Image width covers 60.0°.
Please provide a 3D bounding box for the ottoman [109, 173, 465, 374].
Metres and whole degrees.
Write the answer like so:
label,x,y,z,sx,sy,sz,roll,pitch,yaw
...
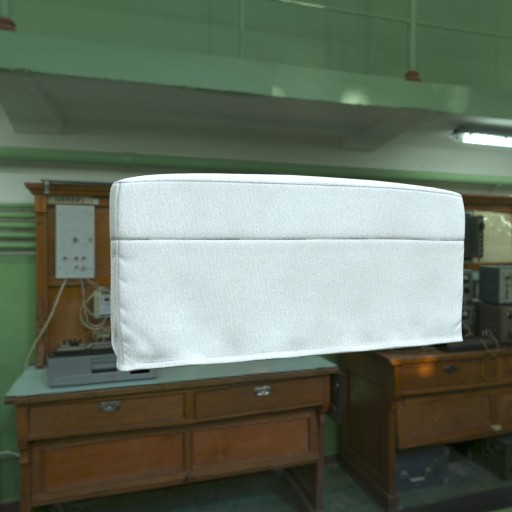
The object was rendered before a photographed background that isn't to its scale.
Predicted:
label,x,y,z,sx,sy,sz,roll,pitch,yaw
ottoman,0.000,0.000,1.347,0.843,0.441,0.842,-1,2,-18
